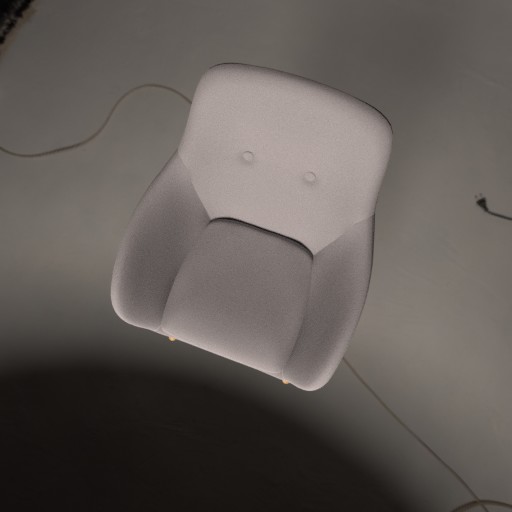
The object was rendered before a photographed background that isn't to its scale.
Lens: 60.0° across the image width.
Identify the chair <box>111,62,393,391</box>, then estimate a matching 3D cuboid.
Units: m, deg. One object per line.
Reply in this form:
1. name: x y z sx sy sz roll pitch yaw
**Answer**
1. chair: 0.000 0.000 1.242 0.570 0.830 0.590 19 76 5
